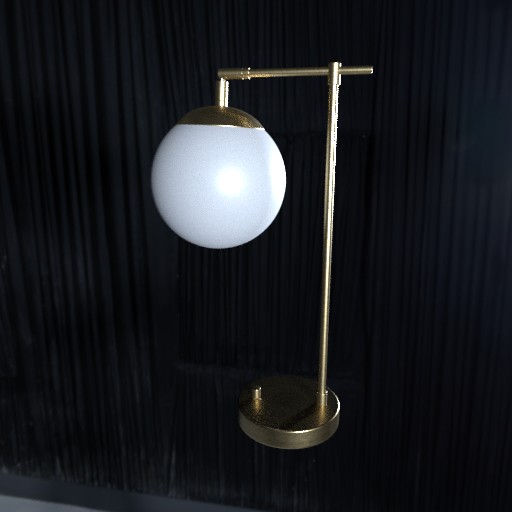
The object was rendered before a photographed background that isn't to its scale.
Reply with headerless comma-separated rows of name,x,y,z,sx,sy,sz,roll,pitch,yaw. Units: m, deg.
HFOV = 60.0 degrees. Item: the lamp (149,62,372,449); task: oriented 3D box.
lamp,0.000,0.000,0.699,0.324,0.559,0.207,2,14,10
